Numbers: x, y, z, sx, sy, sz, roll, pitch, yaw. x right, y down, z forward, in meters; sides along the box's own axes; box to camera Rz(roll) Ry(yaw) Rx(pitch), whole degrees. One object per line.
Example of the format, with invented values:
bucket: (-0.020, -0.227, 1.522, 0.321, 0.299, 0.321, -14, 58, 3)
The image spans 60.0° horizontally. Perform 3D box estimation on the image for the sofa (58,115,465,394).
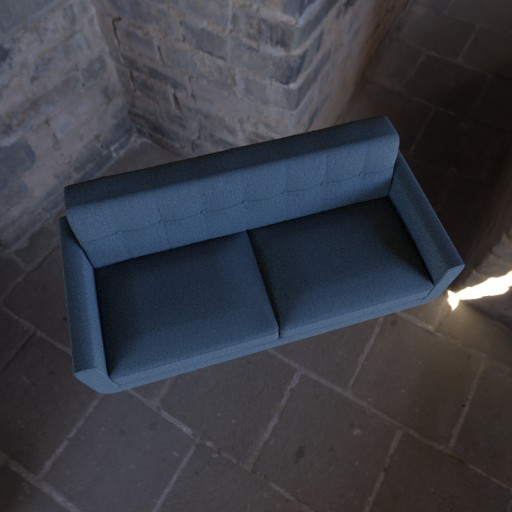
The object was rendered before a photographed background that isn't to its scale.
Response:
sofa: (0.000, 0.000, 2.546, 2.055, 0.884, 0.942, -14, 63, -8)
